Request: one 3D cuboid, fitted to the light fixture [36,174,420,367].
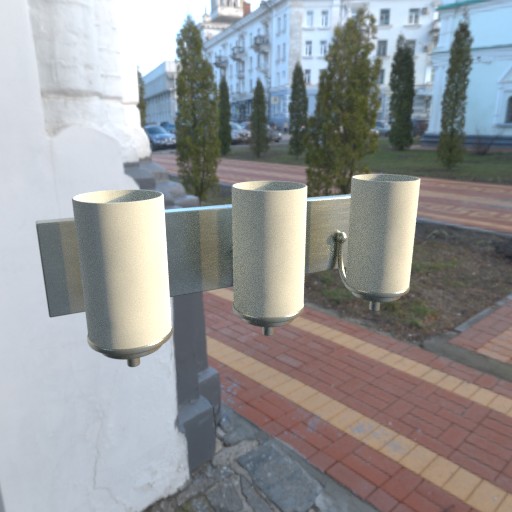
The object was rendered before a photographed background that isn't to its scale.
[{"bbox_3d":[0.000,0.000,0.519,0.451,0.172,0.145,-8,18,-25],"label":"light fixture"}]
